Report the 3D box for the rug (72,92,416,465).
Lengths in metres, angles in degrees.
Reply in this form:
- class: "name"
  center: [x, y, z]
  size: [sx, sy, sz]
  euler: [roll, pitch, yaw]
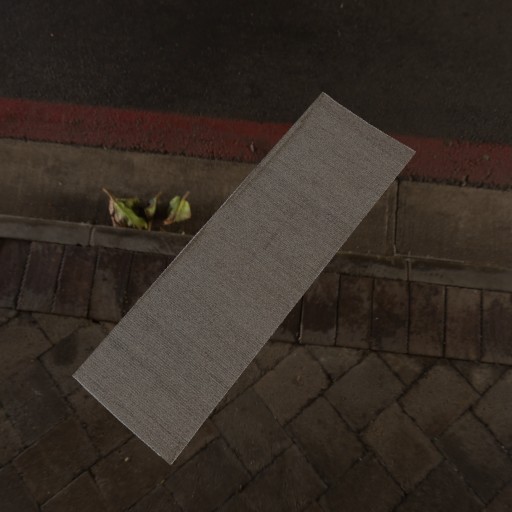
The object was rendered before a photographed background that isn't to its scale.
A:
- class: "rug"
  center: [0.000, 0.000, 2.678]
  size: [0.741, 0.014, 2.390]
  euler: [38, 78, 10]
